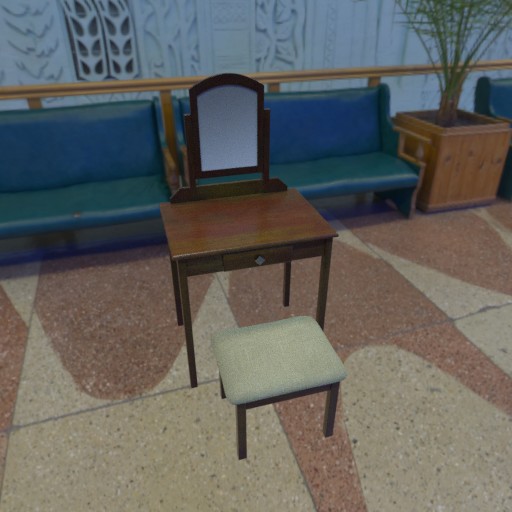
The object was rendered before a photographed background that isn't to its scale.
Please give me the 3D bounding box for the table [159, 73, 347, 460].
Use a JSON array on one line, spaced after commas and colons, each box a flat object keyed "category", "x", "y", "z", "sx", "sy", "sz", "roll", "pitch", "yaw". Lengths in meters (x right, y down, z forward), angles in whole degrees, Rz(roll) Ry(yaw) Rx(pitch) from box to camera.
[{"category": "table", "x": 0.000, "y": 0.000, "z": 2.332, "sx": 0.876, "sy": 1.631, "sz": 1.211, "roll": -8, "pitch": 32, "yaw": -14}]
